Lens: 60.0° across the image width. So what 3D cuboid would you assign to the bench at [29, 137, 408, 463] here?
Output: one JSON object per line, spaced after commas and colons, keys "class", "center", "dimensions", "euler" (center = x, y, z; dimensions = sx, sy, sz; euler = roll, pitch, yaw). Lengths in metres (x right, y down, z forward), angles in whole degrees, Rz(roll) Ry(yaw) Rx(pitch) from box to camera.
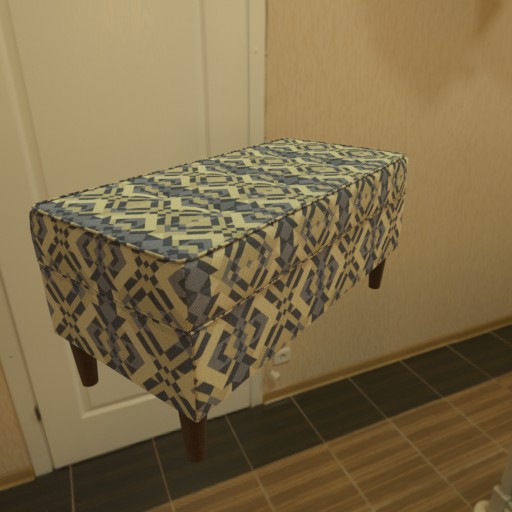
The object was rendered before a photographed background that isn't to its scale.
{"class": "bench", "center": [0.000, 0.000, 1.263], "dimensions": [0.492, 0.477, 1.016], "euler": [18, 30, 33]}
